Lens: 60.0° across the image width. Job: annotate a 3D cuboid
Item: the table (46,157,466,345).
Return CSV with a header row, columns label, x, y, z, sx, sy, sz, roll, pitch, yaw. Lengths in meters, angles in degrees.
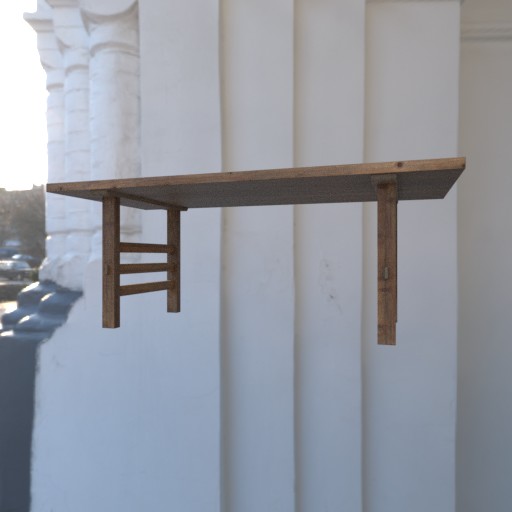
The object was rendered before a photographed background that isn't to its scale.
label,x,y,z,sx,sy,sz,roll,pitch,yaw
table,0.000,0.000,2.461,2.003,0.760,0.952,0,0,18
